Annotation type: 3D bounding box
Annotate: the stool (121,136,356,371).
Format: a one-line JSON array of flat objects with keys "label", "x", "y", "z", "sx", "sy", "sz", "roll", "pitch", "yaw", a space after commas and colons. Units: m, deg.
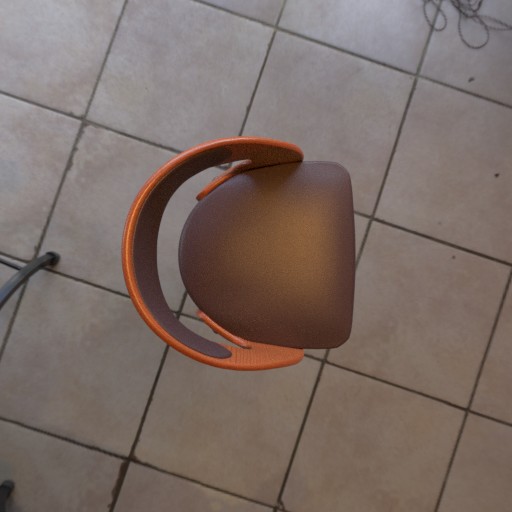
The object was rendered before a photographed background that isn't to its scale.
[{"label": "stool", "x": 0.000, "y": 0.000, "z": 1.200, "sx": 0.457, "sy": 0.940, "sz": 0.457, "roll": 0, "pitch": 89, "yaw": -1}]
